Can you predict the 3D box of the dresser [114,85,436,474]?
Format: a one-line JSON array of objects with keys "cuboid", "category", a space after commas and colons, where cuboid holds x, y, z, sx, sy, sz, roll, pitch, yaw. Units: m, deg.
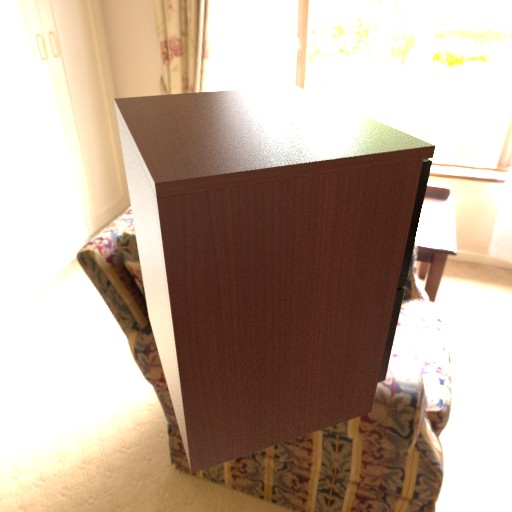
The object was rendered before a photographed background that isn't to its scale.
[{"cuboid": [0.000, 0.000, 0.763, 0.360, 0.470, 0.400, -11, 33, -18], "category": "dresser"}]
